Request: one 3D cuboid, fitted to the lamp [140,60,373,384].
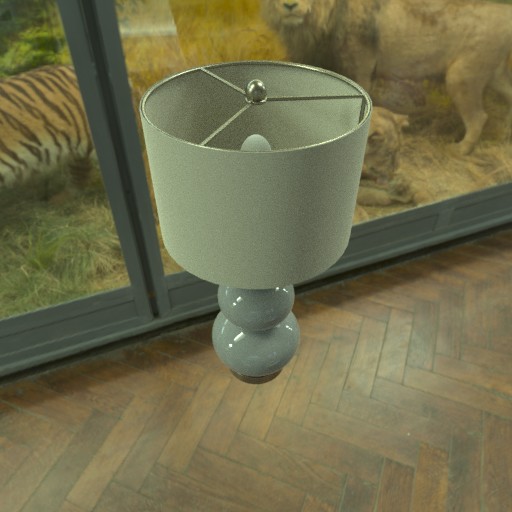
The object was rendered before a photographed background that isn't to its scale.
[{"bbox_3d":[0.000,0.000,0.933,0.367,0.730,0.367,26,47,27],"label":"lamp"}]
